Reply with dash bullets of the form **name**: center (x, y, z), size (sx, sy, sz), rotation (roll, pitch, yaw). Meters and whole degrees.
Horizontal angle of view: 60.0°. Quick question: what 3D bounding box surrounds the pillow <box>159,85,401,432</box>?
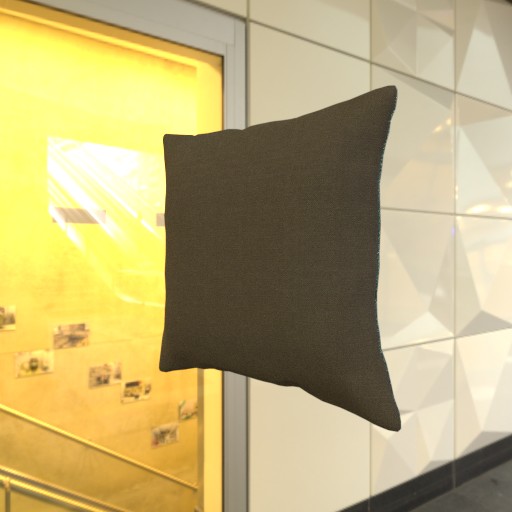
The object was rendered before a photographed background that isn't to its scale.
- **pillow**: center (0.000, 0.000, 0.668), size (0.436, 0.430, 0.138), rotation (0, 0, 37)
